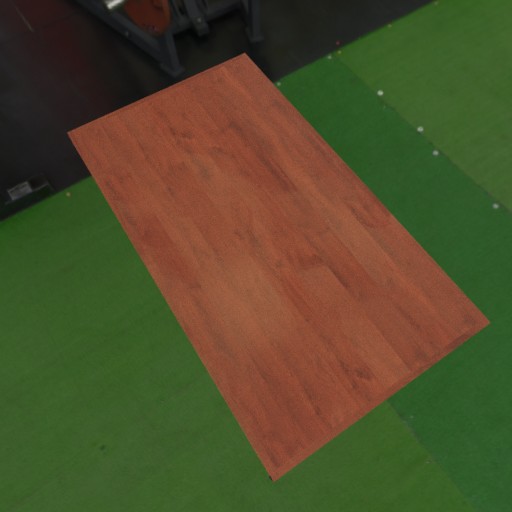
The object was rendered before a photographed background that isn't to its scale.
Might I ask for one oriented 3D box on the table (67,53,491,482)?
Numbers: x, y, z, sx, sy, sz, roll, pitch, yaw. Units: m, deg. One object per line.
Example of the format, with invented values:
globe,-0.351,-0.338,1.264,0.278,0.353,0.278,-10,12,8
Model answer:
table,0.000,0.000,1.357,0.610,0.457,1.067,-30,68,-14
